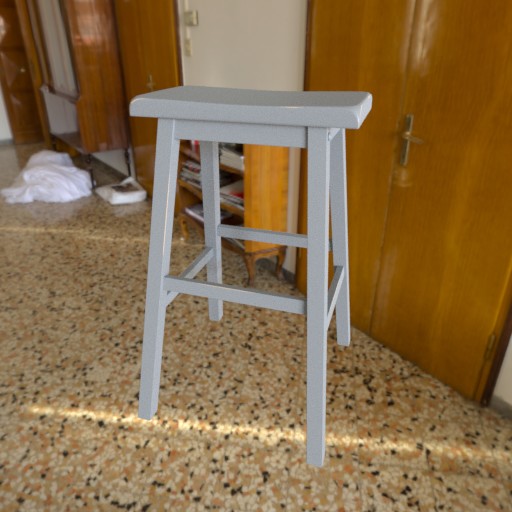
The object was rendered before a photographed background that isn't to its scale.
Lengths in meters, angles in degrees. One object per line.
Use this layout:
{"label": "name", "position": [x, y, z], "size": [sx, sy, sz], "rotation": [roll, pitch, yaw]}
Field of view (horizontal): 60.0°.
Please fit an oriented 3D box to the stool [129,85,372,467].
{"label": "stool", "position": [0.000, 0.000, 1.067], "size": [0.457, 0.737, 0.476], "rotation": [8, 28, 16]}
